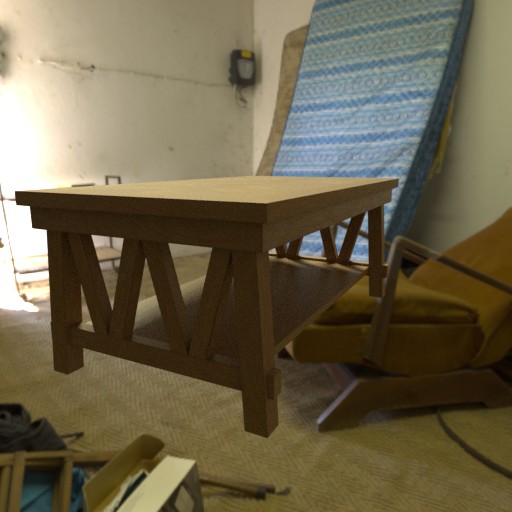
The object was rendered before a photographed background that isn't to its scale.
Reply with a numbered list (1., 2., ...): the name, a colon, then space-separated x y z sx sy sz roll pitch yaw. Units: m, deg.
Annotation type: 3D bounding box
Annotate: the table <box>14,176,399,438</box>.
1. table: 0.000 0.000 1.560 0.711 0.507 1.270 6 14 27
